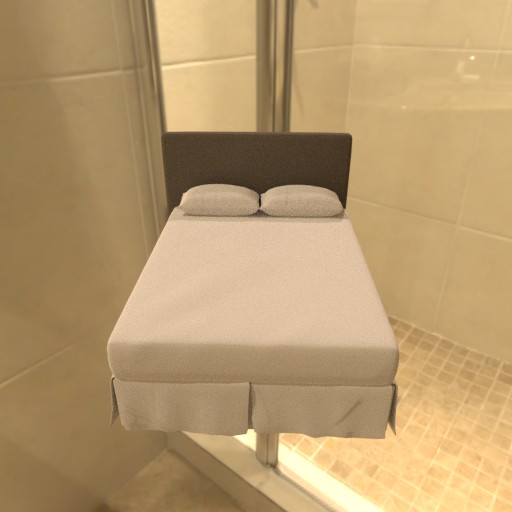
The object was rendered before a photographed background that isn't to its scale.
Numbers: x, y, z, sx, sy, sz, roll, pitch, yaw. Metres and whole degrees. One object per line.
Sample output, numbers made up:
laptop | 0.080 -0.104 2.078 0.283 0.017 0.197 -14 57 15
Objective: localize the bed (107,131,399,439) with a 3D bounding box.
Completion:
bed | 0.000 0.000 3.241 1.723 1.330 2.142 1 29 2
